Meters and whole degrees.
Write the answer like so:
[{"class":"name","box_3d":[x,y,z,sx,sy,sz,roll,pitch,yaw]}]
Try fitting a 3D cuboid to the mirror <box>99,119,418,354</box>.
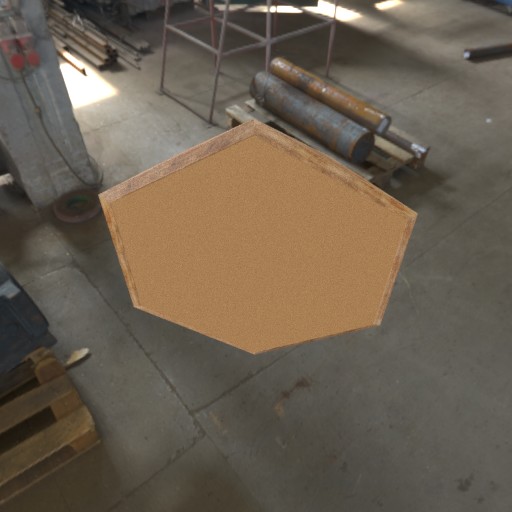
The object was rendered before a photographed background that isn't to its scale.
[{"class":"mirror","box_3d":[0.000,0.000,1.098,0.675,0.779,0.091,4,46,4]}]
